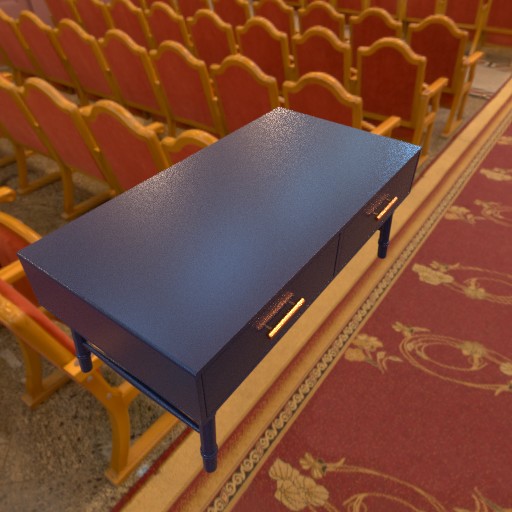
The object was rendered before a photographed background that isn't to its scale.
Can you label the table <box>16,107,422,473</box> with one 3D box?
[{"bbox_3d":[0.000,0.000,1.352,0.572,0.457,1.067,26,46,27],"label":"table"}]
